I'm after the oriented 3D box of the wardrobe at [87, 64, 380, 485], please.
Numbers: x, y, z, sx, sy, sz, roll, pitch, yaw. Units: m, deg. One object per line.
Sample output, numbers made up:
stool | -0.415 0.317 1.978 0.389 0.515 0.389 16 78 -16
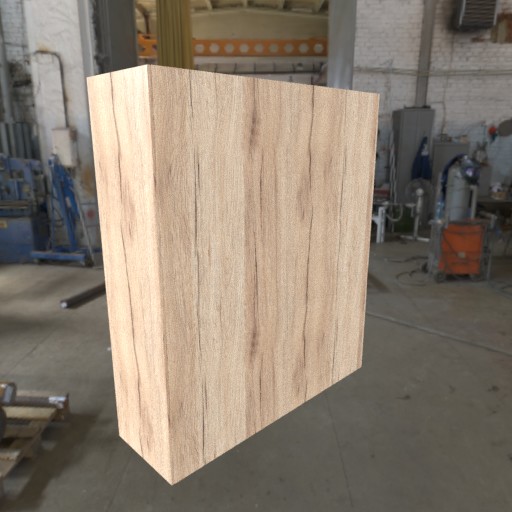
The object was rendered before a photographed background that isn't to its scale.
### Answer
wardrobe | 0.000 0.000 2.890 1.810 2.070 0.580 -14 20 -42
